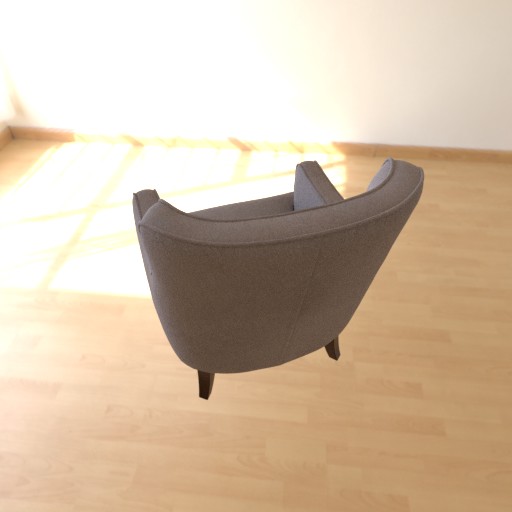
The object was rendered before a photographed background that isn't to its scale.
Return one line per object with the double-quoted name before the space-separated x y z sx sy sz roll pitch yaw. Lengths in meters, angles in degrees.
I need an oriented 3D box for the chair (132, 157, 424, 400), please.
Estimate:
"chair" 0.000 0.000 1.600 0.781 0.919 0.910 -13 43 -14
